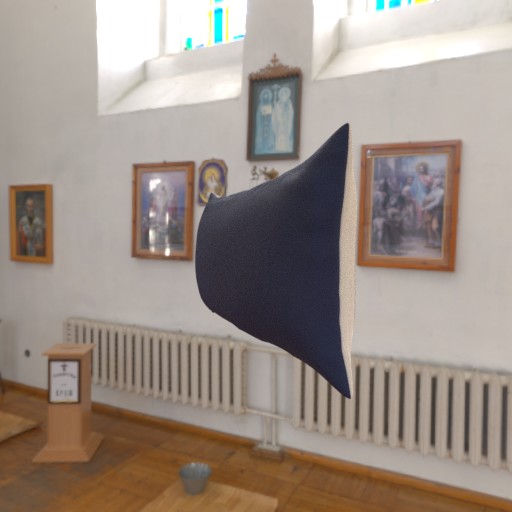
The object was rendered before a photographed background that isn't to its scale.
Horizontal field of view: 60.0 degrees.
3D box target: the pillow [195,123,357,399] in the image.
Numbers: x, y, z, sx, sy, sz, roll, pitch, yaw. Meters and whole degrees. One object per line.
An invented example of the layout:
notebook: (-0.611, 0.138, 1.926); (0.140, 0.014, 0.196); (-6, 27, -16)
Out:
pillow: (0.000, 0.000, 0.746); (0.151, 0.287, 0.610); (0, 1, -19)
